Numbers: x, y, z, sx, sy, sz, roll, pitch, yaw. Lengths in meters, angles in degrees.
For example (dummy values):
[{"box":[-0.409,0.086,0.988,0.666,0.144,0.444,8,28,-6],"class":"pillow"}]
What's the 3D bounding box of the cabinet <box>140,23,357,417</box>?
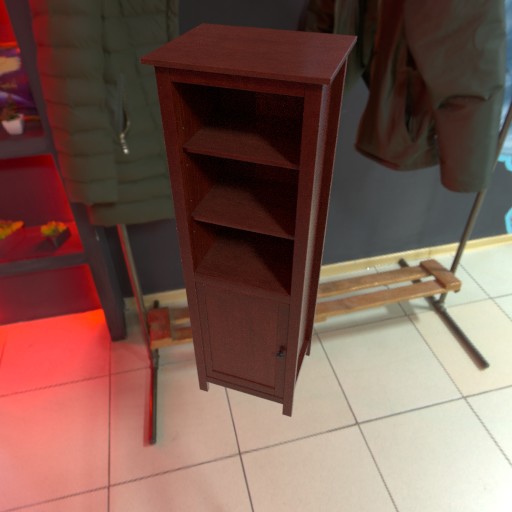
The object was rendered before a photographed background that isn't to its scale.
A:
[{"box":[0.000,0.000,1.718,0.500,1.518,0.401,12,41,14],"class":"cabinet"}]
